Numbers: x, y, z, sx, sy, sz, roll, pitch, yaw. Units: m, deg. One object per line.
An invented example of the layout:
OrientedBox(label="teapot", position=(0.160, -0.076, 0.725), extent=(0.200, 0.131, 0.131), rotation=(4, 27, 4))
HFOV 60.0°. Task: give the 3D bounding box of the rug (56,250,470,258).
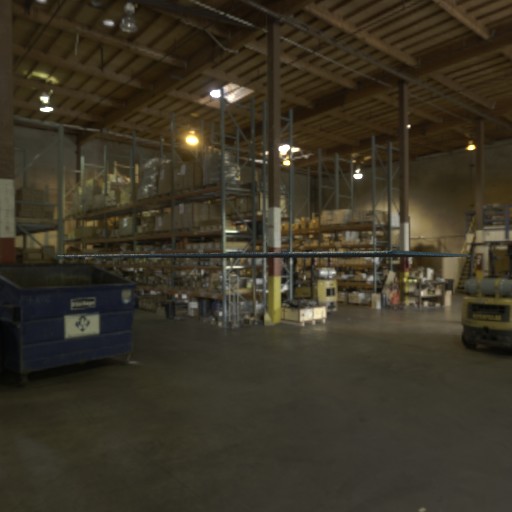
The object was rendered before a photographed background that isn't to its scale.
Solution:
OrientedBox(label="rug", position=(0.000, 0.000, 3.059), extent=(2.449, 0.015, 1.530), rotation=(0, -1, 36))
